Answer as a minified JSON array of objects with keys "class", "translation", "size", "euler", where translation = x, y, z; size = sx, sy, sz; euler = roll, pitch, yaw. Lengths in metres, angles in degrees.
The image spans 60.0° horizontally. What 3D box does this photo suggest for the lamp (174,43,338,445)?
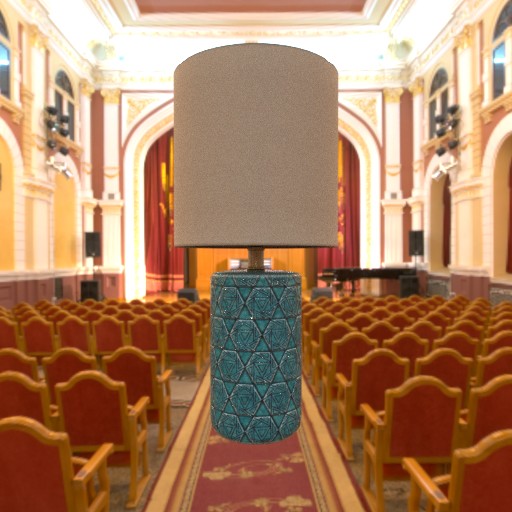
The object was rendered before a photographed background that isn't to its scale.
[{"class":"lamp","translation":[0.000,0.000,0.759],"size":[0.278,0.597,0.278],"euler":[0,0,0]}]
